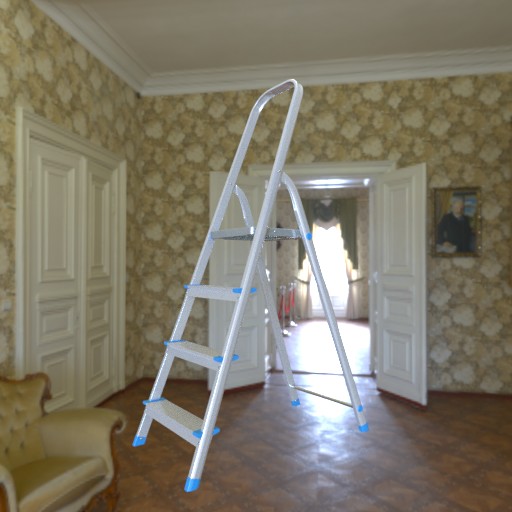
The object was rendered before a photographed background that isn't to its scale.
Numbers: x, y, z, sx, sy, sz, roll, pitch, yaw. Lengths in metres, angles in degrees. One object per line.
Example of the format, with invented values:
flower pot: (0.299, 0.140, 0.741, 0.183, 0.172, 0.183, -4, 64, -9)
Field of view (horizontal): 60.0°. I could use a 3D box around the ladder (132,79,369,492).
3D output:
ladder: (0.000, 0.000, 1.770, 0.842, 1.434, 0.445, 1, -2, -37)
